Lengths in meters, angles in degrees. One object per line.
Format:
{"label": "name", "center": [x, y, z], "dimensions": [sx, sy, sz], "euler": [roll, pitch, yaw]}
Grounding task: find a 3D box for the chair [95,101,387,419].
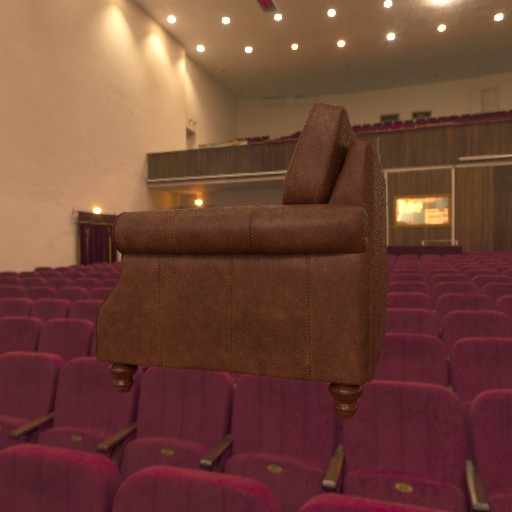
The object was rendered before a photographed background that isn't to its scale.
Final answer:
{"label": "chair", "center": [0.000, 0.000, 1.818], "dimensions": [1.002, 0.976, 0.996], "euler": [0, 0, 19]}
